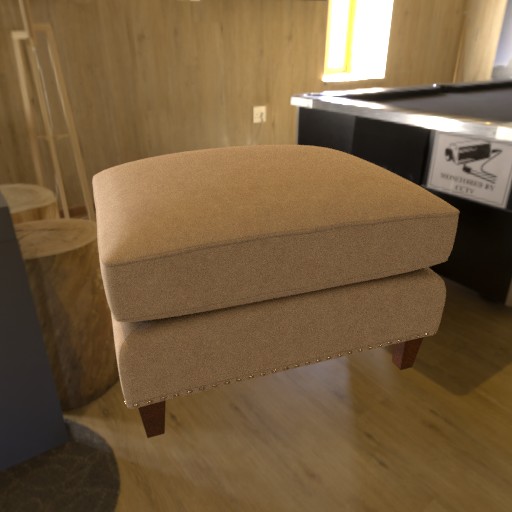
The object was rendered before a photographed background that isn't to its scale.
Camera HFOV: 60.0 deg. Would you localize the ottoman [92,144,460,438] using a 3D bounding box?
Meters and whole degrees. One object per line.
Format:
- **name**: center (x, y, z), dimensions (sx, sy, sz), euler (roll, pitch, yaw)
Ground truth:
- **ottoman**: center (0.000, 0.000, 1.142), dimensions (0.741, 0.513, 0.584), euler (-9, 28, -18)
